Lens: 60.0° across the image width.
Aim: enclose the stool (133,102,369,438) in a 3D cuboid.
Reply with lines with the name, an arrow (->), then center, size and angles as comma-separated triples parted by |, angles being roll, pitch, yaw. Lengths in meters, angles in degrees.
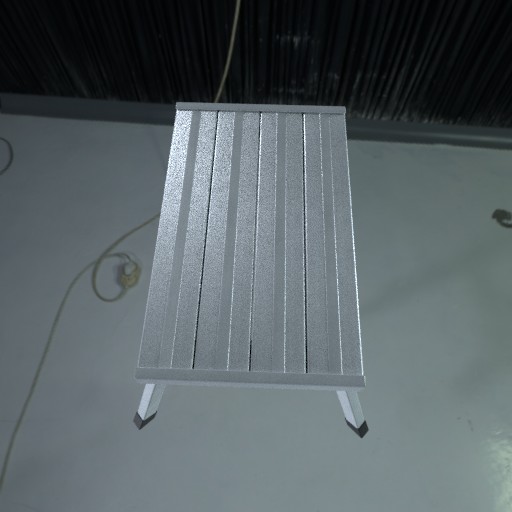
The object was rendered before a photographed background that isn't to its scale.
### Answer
stool -> 0.000, 0.000, 0.738 | 0.385, 0.225, 0.535 | 2, 64, 1
